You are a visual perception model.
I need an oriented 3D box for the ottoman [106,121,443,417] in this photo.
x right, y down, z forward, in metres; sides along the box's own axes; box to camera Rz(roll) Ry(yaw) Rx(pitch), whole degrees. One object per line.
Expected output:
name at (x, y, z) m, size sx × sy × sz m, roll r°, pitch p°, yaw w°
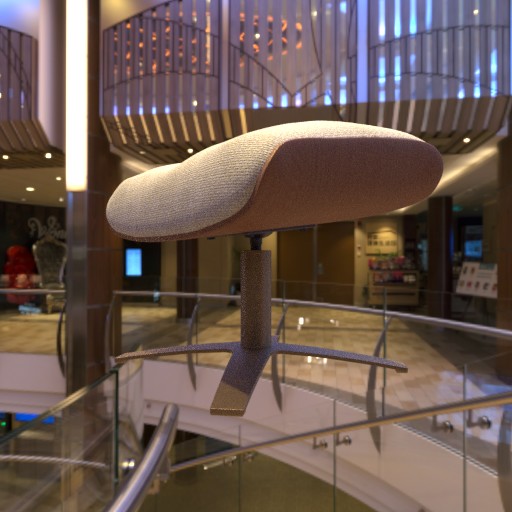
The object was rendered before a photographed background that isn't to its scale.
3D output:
ottoman at (0.000, 0.000, 0.794) m, size 0.394 × 0.391 × 0.520 m, roll 0°, pitch 0°, yaw -37°
